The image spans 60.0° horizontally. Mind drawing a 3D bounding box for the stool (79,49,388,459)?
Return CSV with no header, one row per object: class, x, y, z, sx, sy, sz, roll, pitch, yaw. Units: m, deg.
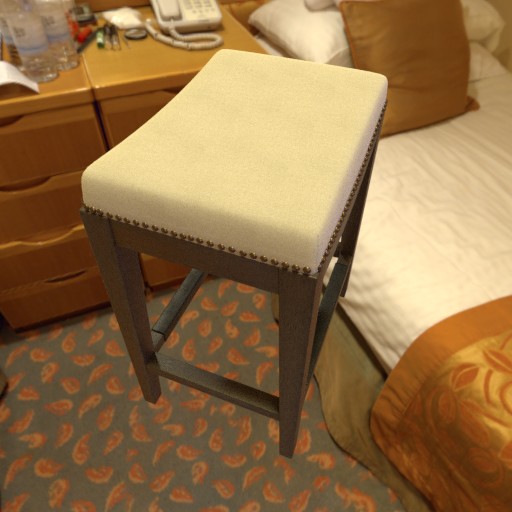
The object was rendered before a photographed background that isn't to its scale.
stool,0.000,0.000,0.922,0.361,0.642,0.500,16,48,15
